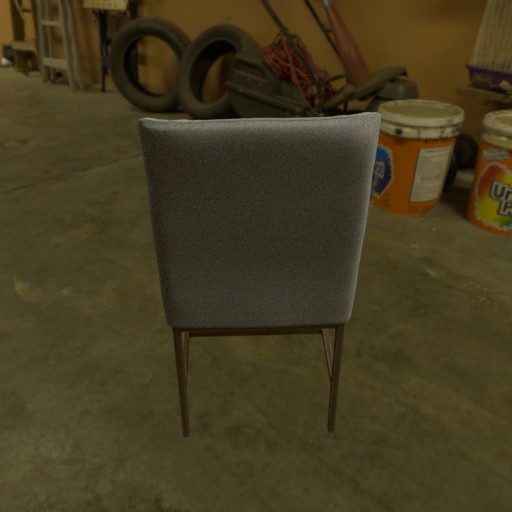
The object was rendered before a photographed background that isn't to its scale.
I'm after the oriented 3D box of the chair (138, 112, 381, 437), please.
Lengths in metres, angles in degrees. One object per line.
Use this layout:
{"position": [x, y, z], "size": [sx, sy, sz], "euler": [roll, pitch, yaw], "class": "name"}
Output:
{"position": [0.000, 0.000, 1.229], "size": [0.508, 0.889, 0.587], "euler": [-1, 31, -2], "class": "chair"}
